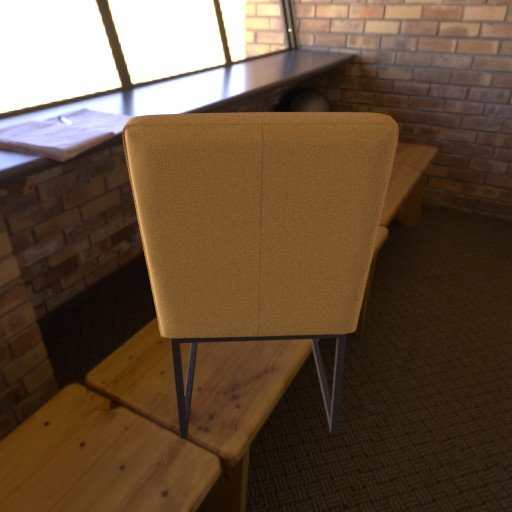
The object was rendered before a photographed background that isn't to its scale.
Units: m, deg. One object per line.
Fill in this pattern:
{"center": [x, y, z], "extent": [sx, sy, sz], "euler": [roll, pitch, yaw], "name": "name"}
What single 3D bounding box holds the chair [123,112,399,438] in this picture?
{"center": [0.000, 0.000, 1.288], "extent": [0.520, 0.930, 0.634], "euler": [-1, 31, -2], "name": "chair"}
